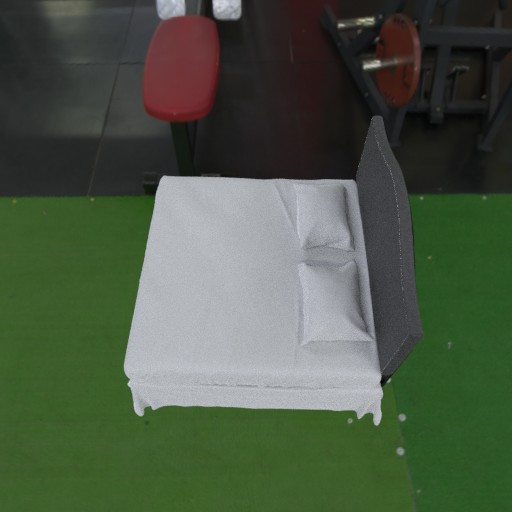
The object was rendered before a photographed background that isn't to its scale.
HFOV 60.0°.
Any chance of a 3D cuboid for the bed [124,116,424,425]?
[{"bbox_3d":[0.000,0.000,3.707,2.219,1.651,2.314,1,57,1],"label":"bed"}]
